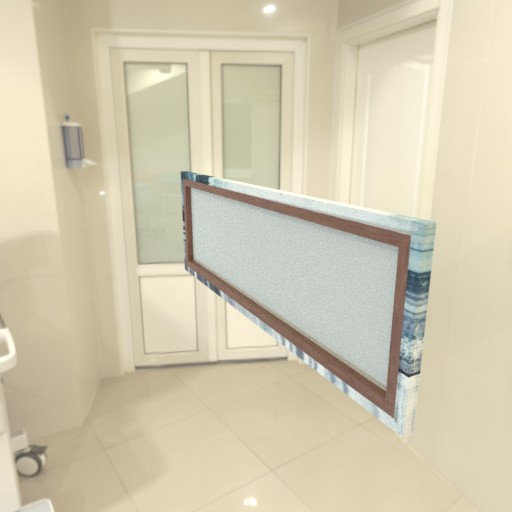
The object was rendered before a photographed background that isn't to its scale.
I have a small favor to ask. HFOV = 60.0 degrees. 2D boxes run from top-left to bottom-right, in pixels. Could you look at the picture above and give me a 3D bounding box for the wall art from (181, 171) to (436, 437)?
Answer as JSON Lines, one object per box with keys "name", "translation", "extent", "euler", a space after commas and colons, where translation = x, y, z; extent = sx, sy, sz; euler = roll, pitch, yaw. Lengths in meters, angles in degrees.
{"name": "wall art", "translation": [0.000, 0.000, 1.624], "extent": [0.037, 0.509, 1.524], "euler": [-8, 17, -27]}
